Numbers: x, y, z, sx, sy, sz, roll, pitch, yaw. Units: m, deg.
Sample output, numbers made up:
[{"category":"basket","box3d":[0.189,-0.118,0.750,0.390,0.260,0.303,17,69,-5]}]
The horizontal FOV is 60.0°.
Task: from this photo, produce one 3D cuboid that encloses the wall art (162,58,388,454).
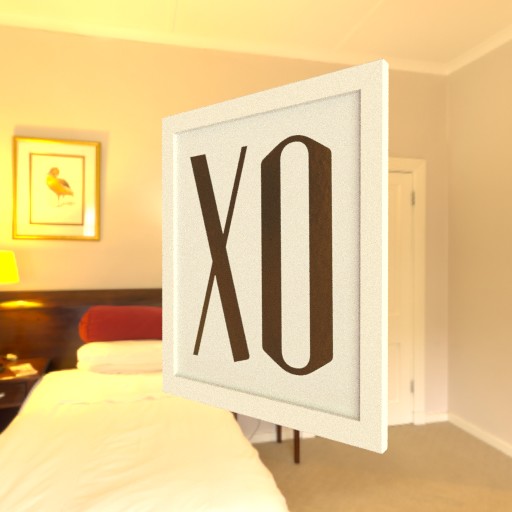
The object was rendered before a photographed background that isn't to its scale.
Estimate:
[{"category":"wall art","box3d":[0.000,0.000,0.741,0.444,0.536,0.020,0,1,37]}]
